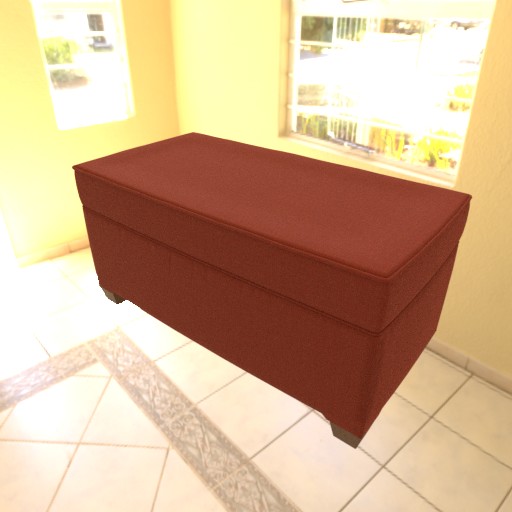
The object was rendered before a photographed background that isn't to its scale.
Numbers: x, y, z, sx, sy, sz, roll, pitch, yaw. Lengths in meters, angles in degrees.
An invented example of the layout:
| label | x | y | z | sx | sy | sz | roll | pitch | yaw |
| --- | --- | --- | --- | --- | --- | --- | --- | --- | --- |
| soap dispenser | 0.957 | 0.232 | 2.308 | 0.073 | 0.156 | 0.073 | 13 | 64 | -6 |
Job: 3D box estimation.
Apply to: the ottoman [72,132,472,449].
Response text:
| label | x | y | z | sx | sy | sz | roll | pitch | yaw |
| --- | --- | --- | --- | --- | --- | --- | --- | --- | --- |
| ottoman | 0.000 | 0.000 | 1.228 | 0.948 | 0.454 | 0.497 | 22 | 36 | 33 |
